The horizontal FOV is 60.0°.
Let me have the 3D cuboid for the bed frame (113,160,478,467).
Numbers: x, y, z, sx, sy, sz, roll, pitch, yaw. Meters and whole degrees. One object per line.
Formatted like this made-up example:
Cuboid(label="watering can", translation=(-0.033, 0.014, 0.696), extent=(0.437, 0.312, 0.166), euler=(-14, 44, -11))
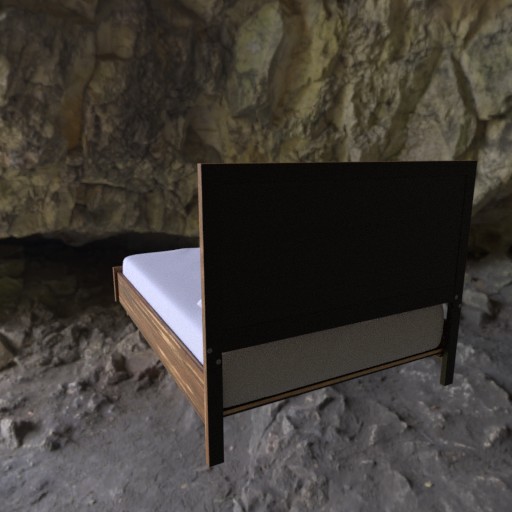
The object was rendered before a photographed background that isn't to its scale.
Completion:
Cuboid(label="bed frame", translation=(0.000, 0.000, 3.310), extent=(1.696, 1.417, 2.276), euler=(-7, 15, -27))
